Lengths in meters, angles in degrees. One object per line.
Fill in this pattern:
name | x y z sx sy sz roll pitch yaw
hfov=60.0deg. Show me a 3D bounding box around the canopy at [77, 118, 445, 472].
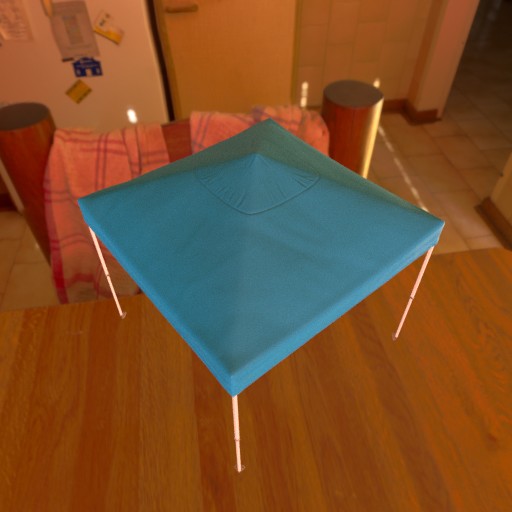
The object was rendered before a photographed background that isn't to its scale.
canopy | 0.000 0.000 5.566 2.996 2.997 2.998 -31 53 -26
